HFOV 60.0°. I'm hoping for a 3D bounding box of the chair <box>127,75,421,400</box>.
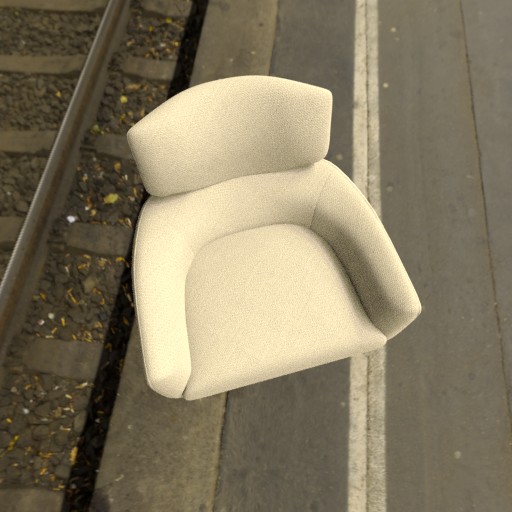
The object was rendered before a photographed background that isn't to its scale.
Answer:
[{"bbox_3d":[0.000,0.000,1.402,0.760,0.810,0.730,-14,65,-7],"label":"chair"}]
